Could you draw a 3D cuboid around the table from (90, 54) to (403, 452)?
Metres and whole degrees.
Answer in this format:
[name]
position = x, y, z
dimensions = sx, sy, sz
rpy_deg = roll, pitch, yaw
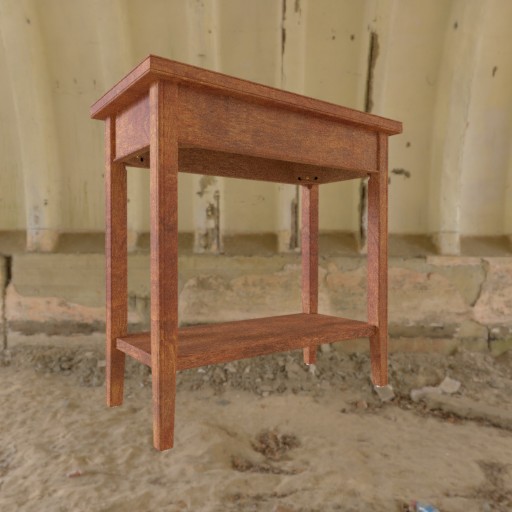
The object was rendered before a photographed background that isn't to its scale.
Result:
[table]
position = 0.000, 0.000, 0.961
dimensions = 0.610, 0.610, 0.305
rpy_deg = -1, 2, -36
